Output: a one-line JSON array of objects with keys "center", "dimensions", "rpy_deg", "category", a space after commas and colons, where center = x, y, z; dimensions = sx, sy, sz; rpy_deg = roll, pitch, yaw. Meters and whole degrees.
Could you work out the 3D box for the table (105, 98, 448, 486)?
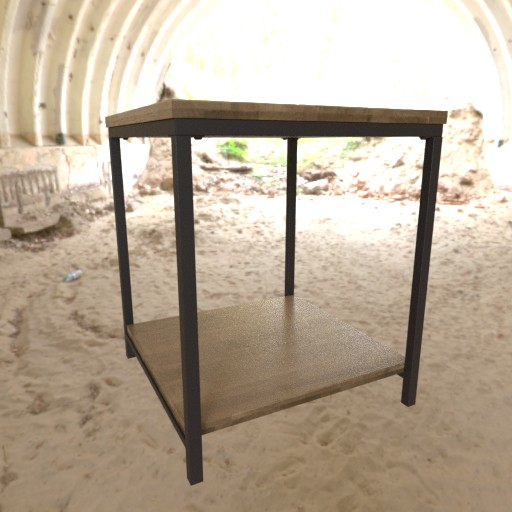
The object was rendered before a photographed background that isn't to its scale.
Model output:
[{"center": [0.000, 0.000, 0.964], "dimensions": [0.503, 0.589, 0.507], "rpy_deg": [-7, 16, -26], "category": "table"}]
